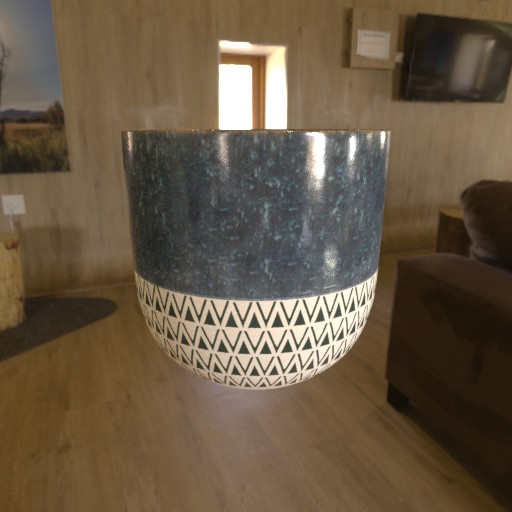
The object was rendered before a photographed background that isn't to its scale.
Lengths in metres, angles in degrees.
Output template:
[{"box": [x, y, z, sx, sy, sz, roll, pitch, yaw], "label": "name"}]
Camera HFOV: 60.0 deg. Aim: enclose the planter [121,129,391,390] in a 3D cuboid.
[{"box": [0.000, 0.000, 0.491, 0.266, 0.270, 0.266, 0, 16, 0], "label": "planter"}]
